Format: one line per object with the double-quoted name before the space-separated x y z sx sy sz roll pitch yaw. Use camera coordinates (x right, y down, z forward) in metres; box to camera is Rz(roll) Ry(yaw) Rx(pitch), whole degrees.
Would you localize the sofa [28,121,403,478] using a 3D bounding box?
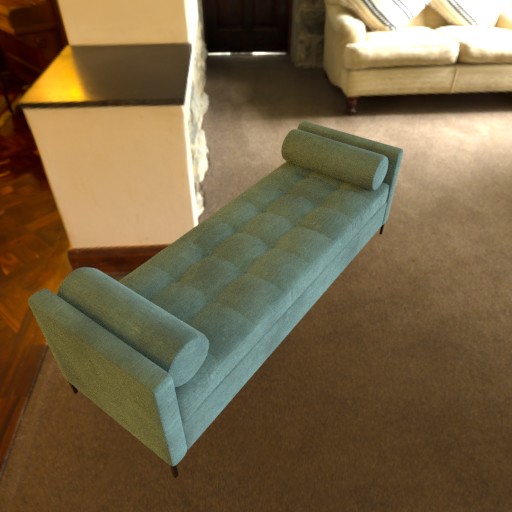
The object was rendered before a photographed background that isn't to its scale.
"sofa" 0.000 0.000 2.297 0.686 0.635 1.981 25 47 27
